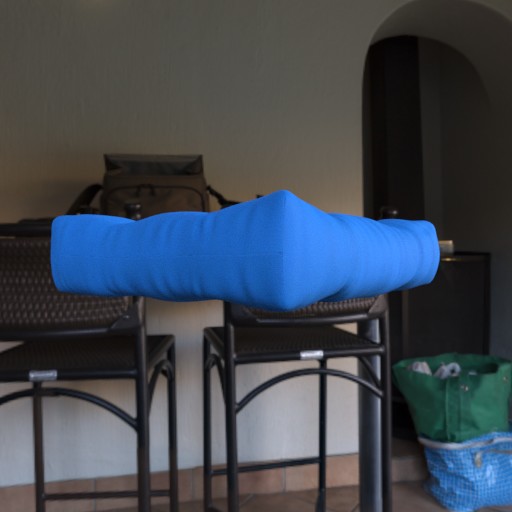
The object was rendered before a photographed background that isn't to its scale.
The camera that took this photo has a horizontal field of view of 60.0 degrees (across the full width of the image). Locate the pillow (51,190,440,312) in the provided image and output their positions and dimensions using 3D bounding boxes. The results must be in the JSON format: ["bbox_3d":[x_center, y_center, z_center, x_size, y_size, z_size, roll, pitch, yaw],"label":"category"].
[{"bbox_3d":[0.000,0.000,0.733,0.468,0.128,0.490,-1,-1,38],"label":"pillow"}]
